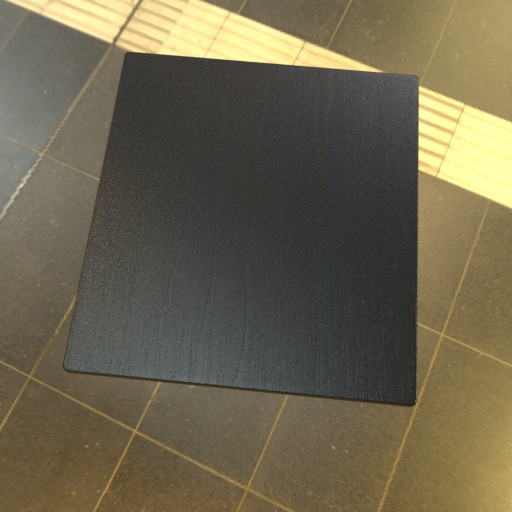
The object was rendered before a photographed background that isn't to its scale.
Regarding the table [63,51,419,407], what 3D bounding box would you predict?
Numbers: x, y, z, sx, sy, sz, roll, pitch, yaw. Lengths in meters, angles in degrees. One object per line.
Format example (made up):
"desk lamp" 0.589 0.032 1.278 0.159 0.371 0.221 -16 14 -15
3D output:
"table" 0.000 0.000 0.955 0.500 0.567 0.533 5 76 1
